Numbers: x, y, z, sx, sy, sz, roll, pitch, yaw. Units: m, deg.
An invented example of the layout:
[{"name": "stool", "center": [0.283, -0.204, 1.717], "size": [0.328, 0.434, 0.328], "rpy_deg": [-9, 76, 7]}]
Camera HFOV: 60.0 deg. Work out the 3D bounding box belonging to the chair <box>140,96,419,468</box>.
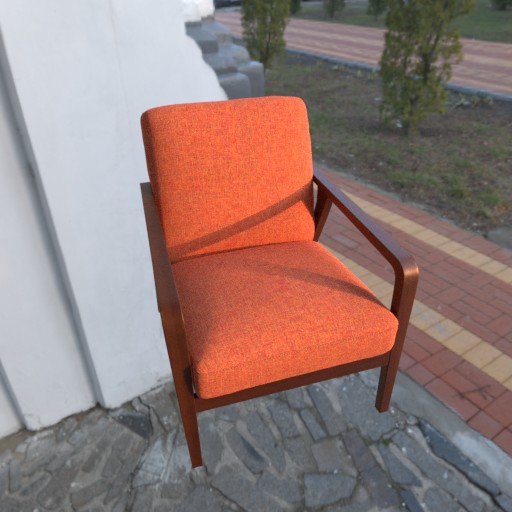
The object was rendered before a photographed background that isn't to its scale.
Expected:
[{"name": "chair", "center": [0.000, 0.000, 1.516], "size": [0.719, 0.890, 0.860], "rpy_deg": [-10, 34, -15]}]
